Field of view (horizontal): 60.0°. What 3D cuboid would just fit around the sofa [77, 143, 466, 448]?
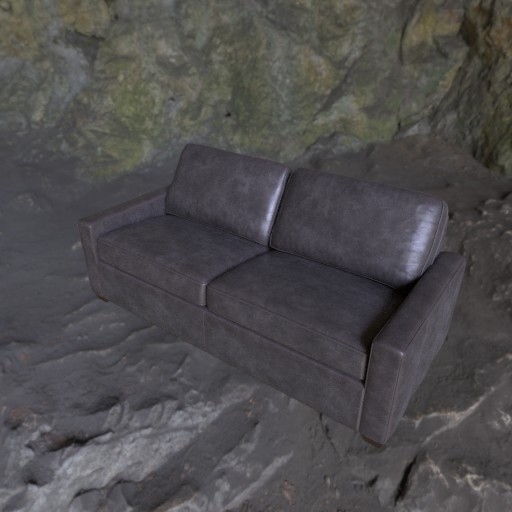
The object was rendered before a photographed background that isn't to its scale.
[{"bbox_3d":[0.000,0.000,2.564,2.081,0.916,0.939,19,35,31],"label":"sofa"}]
